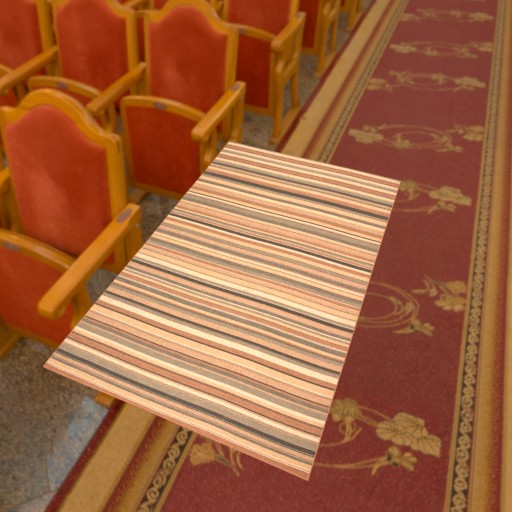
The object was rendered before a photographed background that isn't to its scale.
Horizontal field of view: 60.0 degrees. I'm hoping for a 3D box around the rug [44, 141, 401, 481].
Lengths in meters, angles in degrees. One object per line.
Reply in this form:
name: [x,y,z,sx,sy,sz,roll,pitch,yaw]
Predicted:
rug: [0.000,0.000,3.002,1.523,0.014,2.438,17,49,15]
